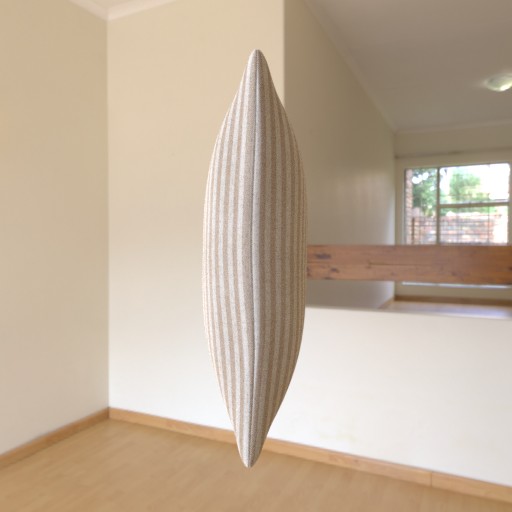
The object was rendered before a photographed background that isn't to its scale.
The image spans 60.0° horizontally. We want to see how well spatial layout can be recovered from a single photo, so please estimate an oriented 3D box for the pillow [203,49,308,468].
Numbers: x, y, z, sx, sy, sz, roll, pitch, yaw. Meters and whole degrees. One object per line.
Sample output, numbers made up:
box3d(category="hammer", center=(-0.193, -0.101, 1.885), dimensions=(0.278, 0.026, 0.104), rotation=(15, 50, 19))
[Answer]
box3d(category="pillow", center=(0.000, 0.000, 0.796), dimensions=(0.166, 0.510, 0.523), rotation=(0, 2, 1))
